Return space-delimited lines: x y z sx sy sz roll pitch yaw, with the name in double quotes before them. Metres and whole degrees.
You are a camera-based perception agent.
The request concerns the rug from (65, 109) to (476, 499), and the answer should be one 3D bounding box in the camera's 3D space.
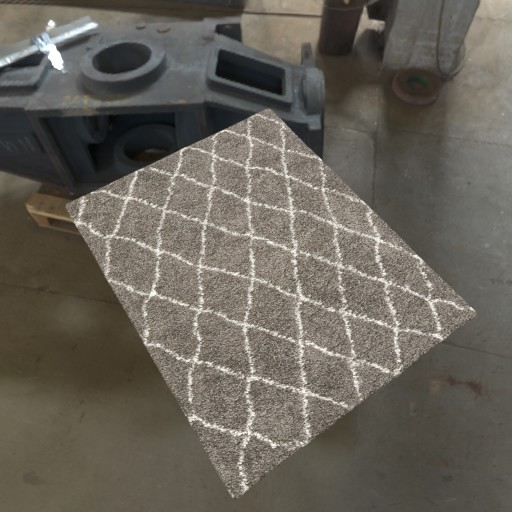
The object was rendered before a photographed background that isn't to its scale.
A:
"rug" 0.000 0.000 4.016 2.438 0.029 3.047 -30 64 -17
